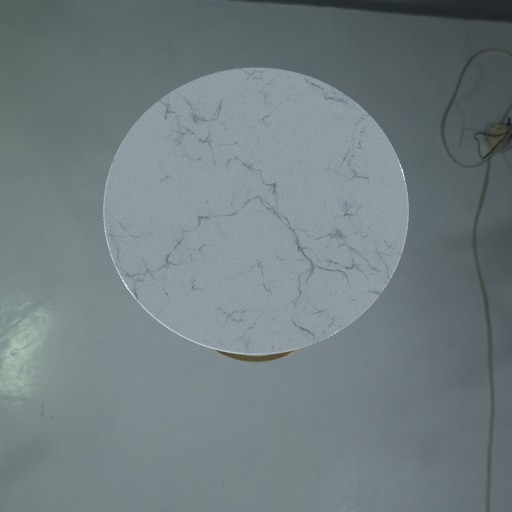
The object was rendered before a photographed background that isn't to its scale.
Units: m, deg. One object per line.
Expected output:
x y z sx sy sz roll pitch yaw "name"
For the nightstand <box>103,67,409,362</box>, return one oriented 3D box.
0.000 0.000 0.878 0.400 0.610 0.400 3 76 1 "nightstand"
